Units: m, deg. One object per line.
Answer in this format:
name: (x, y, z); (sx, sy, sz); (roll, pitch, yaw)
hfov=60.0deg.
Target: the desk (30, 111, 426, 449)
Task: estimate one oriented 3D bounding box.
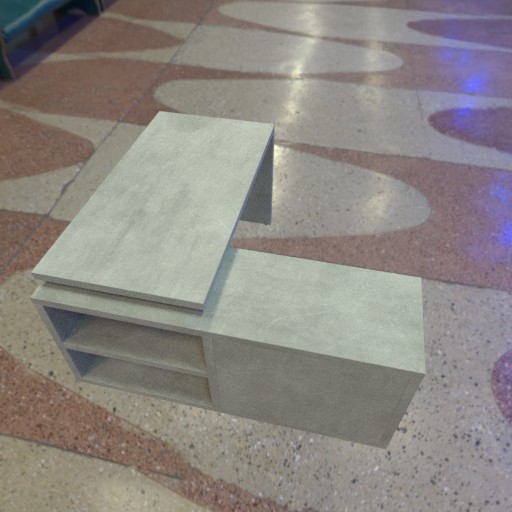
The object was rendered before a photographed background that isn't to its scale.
desk: (0.000, 0.000, 2.304); (1.500, 0.740, 1.400); (9, 46, 9)
